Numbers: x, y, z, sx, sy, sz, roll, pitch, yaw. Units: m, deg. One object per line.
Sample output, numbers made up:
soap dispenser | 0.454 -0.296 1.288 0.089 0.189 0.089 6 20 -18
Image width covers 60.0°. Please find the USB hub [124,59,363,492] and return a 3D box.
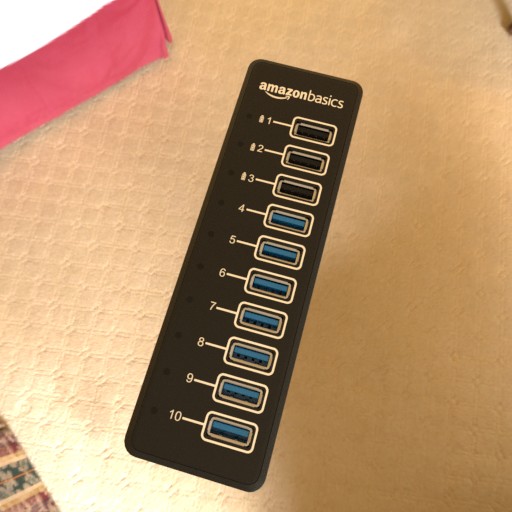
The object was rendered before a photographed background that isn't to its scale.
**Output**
USB hub | 0.000 0.000 0.159 0.044 0.023 0.145 15 76 4
